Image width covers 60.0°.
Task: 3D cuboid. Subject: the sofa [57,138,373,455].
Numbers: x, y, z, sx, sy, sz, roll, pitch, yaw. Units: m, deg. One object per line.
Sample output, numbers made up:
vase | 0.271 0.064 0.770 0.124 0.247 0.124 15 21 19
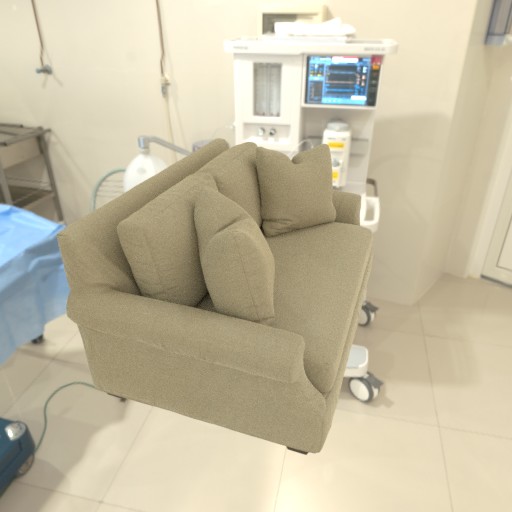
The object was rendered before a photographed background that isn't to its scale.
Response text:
sofa | 0.000 0.000 2.211 1.070 0.905 1.550 10 31 17
